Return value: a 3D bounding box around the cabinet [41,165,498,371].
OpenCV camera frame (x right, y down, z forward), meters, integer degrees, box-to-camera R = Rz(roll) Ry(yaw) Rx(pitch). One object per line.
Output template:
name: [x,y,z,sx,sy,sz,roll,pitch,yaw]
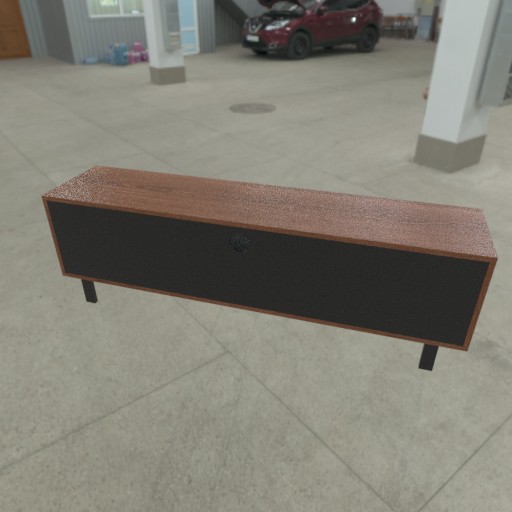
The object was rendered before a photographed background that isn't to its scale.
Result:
cabinet: [0.000,0.000,1.838,1.650,0.500,0.400,9,32,14]
